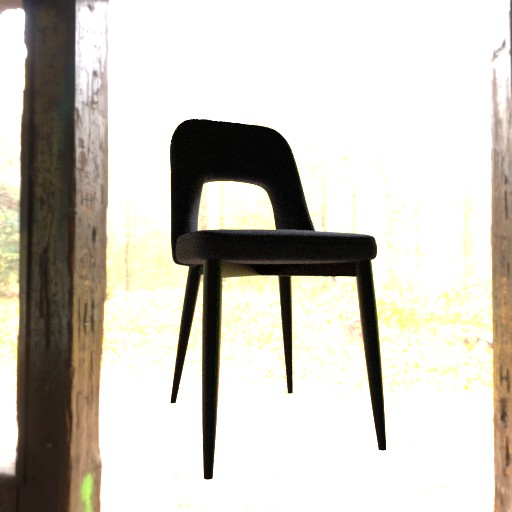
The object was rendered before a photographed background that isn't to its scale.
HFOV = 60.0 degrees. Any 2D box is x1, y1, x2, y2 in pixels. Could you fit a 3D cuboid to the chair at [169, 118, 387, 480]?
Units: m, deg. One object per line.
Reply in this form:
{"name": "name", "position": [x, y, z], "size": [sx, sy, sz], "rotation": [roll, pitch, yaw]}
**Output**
{"name": "chair", "position": [0.000, 0.000, 1.253], "size": [0.470, 0.931, 0.612], "rotation": [0, -1, -19]}
